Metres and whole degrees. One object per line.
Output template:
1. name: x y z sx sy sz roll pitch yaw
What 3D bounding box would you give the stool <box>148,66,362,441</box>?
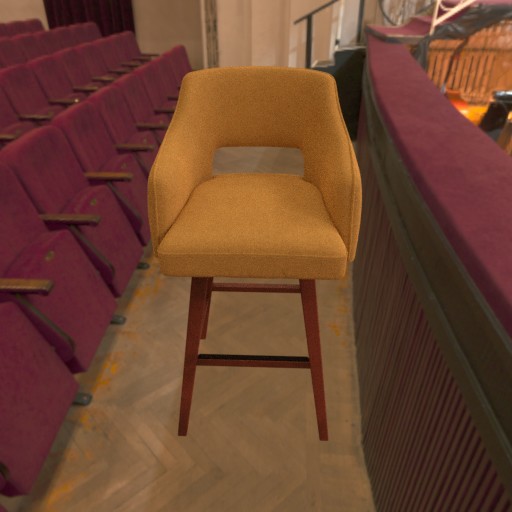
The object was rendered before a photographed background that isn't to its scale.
1. stool: 0.000 0.000 1.363 0.548 1.012 0.558 1 31 2
